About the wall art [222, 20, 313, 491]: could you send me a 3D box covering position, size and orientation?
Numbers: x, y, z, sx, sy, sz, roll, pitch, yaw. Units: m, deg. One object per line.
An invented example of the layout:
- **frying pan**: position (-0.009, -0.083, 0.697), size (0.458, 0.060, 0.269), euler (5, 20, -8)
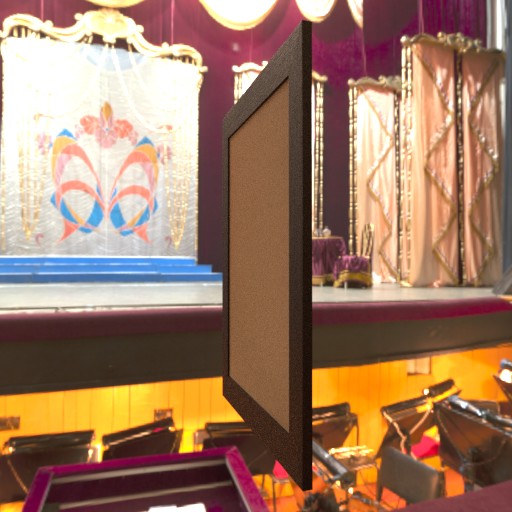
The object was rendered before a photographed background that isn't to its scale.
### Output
- **wall art**: position (0.000, 0.000, 0.649), size (0.013, 0.508, 0.359), euler (0, -1, -18)
